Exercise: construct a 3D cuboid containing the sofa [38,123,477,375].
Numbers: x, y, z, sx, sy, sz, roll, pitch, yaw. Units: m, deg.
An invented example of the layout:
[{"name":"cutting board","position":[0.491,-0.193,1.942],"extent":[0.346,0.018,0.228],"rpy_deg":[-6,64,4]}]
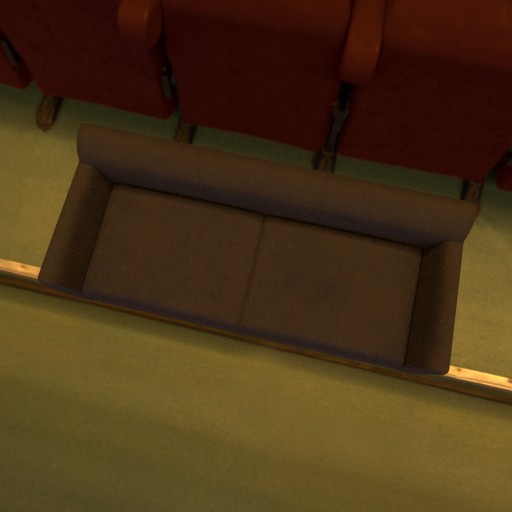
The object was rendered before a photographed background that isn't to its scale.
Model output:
[{"name":"sofa","position":[0.000,0.000,2.595],"extent":[2.190,0.740,0.900],"rpy_deg":[12,76,3]}]
